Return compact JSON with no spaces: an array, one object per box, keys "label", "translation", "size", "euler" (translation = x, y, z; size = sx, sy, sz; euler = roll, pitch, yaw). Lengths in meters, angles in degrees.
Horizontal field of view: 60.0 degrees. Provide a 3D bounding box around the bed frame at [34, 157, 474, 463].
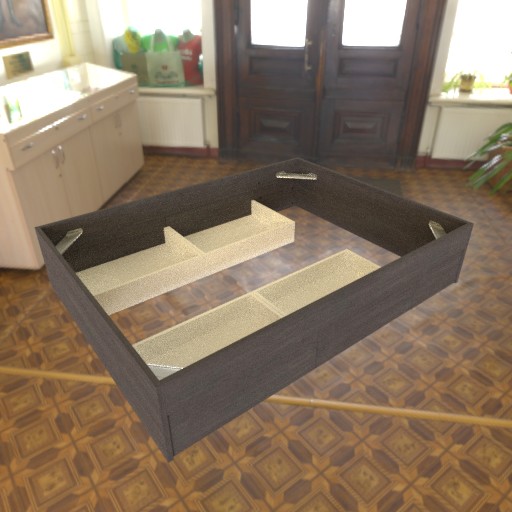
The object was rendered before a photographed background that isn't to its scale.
[{"label":"bed frame","translation":[0.000,0.000,2.545],"size":[1.944,0.459,1.448],"euler":[-22,37,-32]}]
